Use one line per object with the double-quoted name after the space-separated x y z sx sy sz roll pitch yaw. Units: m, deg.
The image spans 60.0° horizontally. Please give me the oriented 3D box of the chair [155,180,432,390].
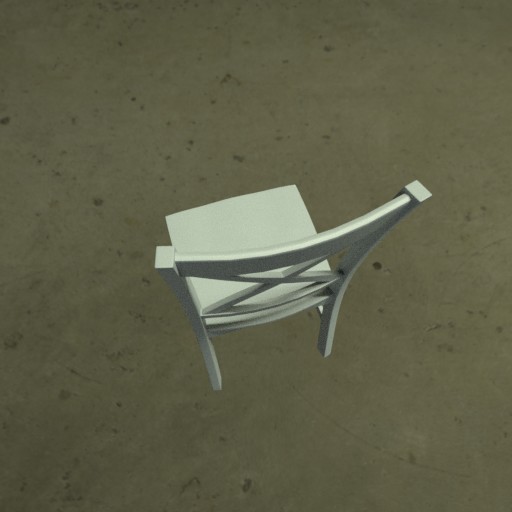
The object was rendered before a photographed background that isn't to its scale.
0.000 0.000 1.272 0.485 0.983 0.542 -15 61 -9 "chair"
